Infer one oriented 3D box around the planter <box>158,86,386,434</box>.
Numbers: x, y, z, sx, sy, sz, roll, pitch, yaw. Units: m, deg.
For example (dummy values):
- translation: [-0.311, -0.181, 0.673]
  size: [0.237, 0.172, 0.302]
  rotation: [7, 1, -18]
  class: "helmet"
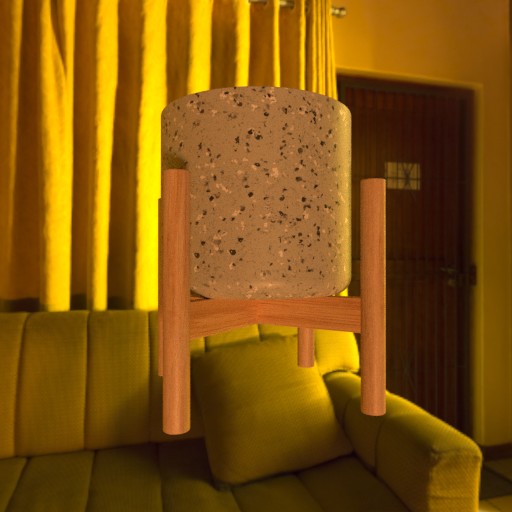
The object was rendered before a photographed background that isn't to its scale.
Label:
- translation: [0.000, 0.000, 0.528]
  size: [0.284, 0.320, 0.284]
  rotation: [0, 0, -36]
  class: "planter"
